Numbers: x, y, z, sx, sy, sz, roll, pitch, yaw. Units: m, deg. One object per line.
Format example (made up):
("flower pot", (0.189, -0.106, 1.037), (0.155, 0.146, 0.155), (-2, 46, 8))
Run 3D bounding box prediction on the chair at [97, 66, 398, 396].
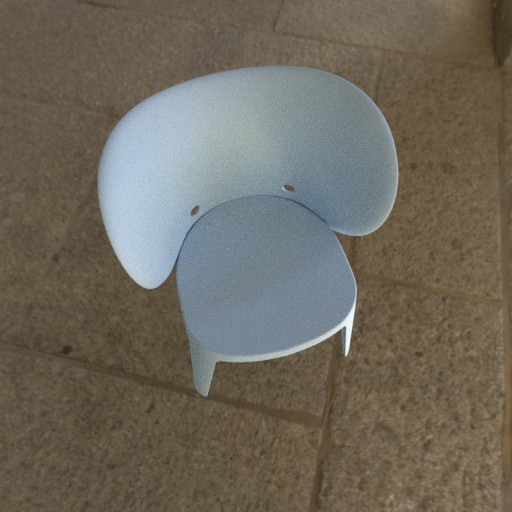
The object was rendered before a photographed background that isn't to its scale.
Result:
("chair", (0.000, 0.000, 0.862), (0.451, 0.554, 0.402), (-14, 64, -7))
